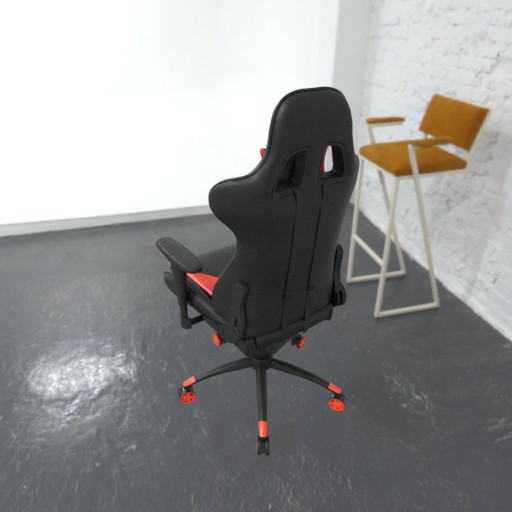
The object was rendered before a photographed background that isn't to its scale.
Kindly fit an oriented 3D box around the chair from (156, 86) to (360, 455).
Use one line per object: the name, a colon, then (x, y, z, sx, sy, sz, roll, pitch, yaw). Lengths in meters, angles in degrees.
chair: (0.000, 0.000, 1.710, 0.695, 1.282, 0.730, -18, 33, -30)
